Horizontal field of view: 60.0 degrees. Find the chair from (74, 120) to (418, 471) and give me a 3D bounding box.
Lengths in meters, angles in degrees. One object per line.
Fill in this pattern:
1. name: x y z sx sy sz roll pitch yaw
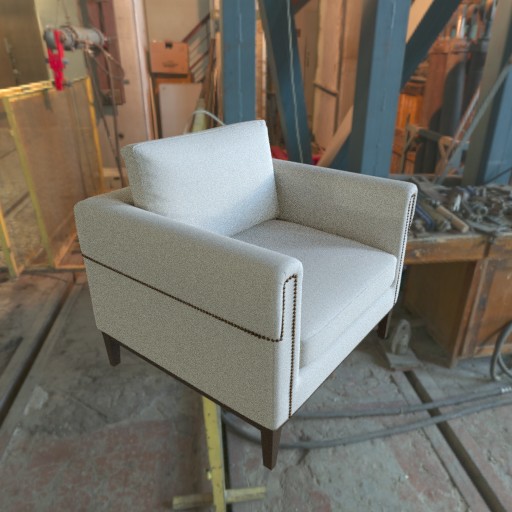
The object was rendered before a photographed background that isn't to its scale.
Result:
1. chair: 0.000 0.000 1.733 0.896 0.915 0.982 19 31 34
